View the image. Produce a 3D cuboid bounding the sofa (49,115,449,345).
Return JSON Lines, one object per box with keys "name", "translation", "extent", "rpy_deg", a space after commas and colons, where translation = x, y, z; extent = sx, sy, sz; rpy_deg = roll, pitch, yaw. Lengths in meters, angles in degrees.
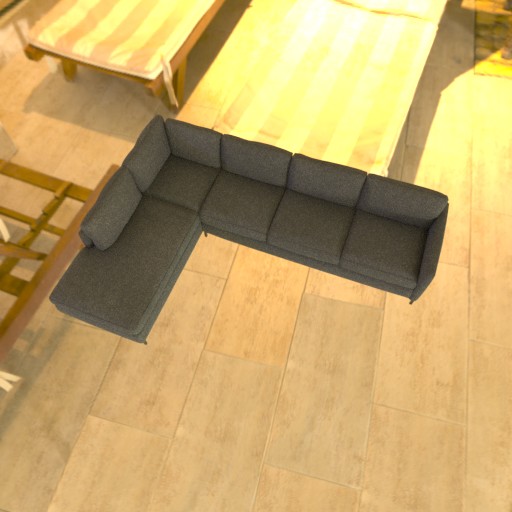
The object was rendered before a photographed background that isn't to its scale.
{"name": "sofa", "translation": [0.000, 0.000, 3.852], "extent": [2.949, 0.815, 2.007], "rpy_deg": [18, 62, 10]}
